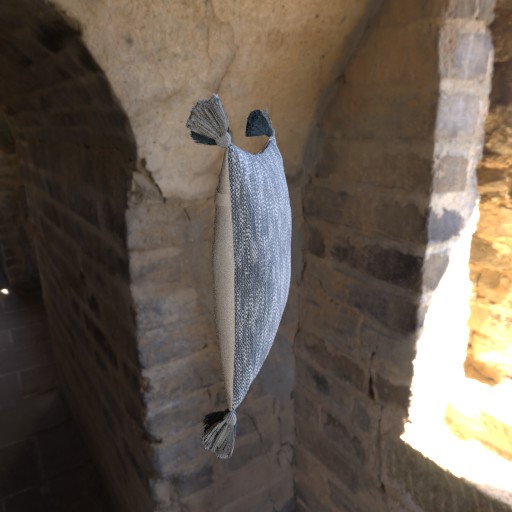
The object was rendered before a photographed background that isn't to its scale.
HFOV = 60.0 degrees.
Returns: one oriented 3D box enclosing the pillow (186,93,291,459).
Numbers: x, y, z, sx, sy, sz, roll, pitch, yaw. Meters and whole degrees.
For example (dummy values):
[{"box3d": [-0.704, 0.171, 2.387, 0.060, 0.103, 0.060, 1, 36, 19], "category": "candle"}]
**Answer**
[{"box3d": [0.000, 0.000, 0.955, 0.138, 0.634, 0.614, 3, 17, 10], "category": "pillow"}]
